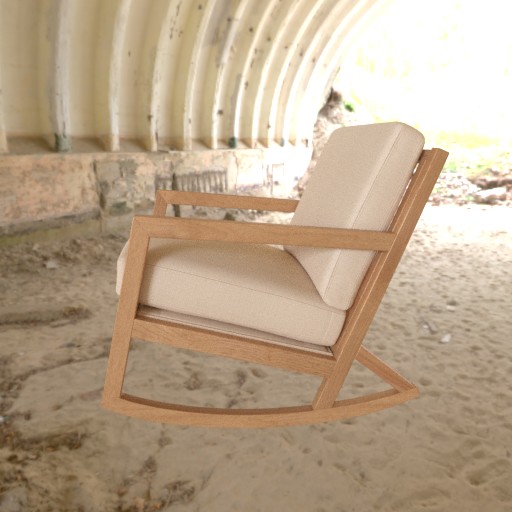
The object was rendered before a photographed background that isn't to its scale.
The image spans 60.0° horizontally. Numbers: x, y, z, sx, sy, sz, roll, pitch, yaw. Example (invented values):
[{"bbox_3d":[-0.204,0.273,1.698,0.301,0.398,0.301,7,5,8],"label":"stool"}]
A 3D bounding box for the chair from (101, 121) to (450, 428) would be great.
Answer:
[{"bbox_3d":[0.000,0.000,1.385,0.857,0.790,0.622,-2,14,-7],"label":"chair"}]
